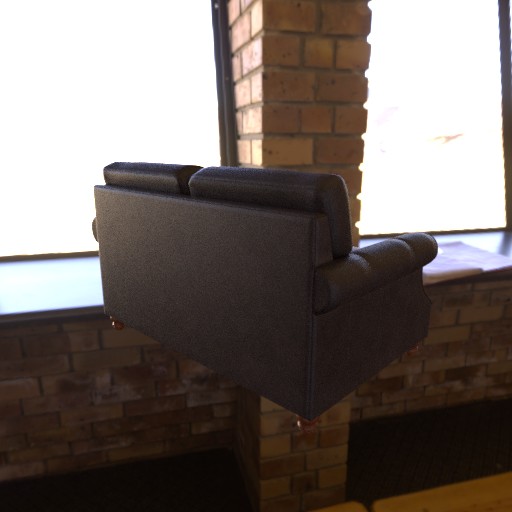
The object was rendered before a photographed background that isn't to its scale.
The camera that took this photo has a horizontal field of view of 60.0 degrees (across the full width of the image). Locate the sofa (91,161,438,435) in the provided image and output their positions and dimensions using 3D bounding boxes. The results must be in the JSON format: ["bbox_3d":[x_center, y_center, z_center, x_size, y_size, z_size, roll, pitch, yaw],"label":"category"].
[{"bbox_3d":[0.000,0.000,2.368,1.663,0.979,1.030,14,20,42],"label":"sofa"}]
